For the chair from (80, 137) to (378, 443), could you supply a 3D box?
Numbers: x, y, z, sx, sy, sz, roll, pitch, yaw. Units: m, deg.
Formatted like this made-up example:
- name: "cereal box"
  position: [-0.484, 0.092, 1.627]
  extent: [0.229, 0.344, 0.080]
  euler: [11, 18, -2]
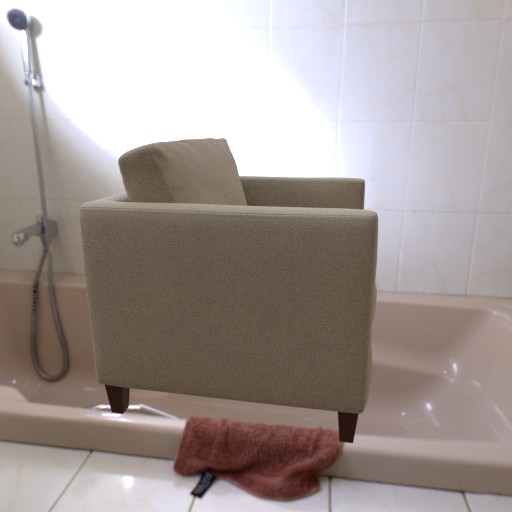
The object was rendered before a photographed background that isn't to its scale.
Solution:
- name: "chair"
  position: [0.000, 0.000, 1.869]
  extent: [0.959, 0.961, 1.107]
  euler: [3, 16, 11]
